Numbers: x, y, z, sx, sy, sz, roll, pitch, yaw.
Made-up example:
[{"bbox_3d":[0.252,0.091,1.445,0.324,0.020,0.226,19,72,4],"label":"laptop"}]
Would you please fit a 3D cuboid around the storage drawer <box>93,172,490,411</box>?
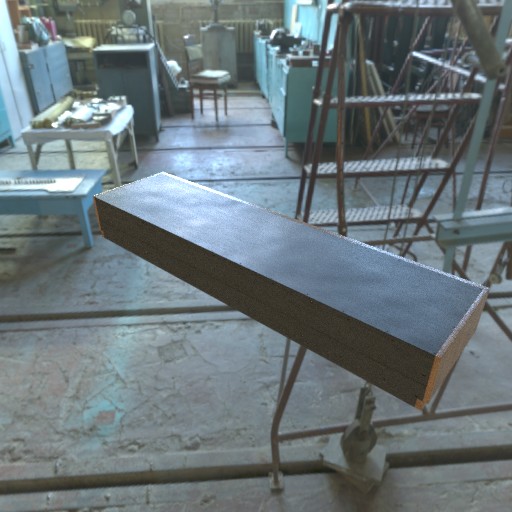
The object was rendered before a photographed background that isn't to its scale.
[{"bbox_3d":[0.000,0.000,2.241,2.032,0.264,0.538,24,38,34],"label":"storage drawer"}]
